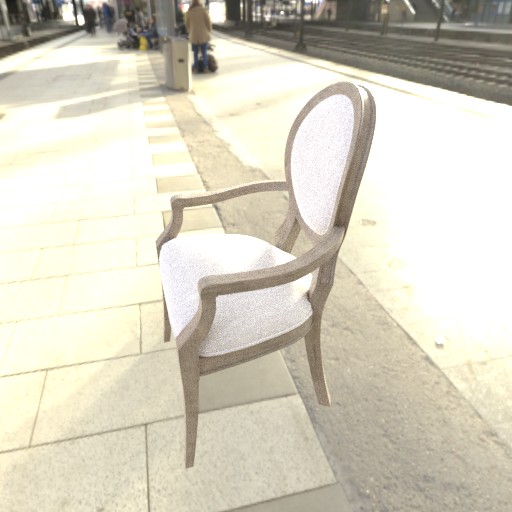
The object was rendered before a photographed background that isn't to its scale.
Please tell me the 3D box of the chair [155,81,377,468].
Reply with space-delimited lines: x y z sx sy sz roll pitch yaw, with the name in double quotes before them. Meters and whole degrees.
"chair" 0.000 0.000 1.370 0.602 0.991 0.611 -8 30 -14
